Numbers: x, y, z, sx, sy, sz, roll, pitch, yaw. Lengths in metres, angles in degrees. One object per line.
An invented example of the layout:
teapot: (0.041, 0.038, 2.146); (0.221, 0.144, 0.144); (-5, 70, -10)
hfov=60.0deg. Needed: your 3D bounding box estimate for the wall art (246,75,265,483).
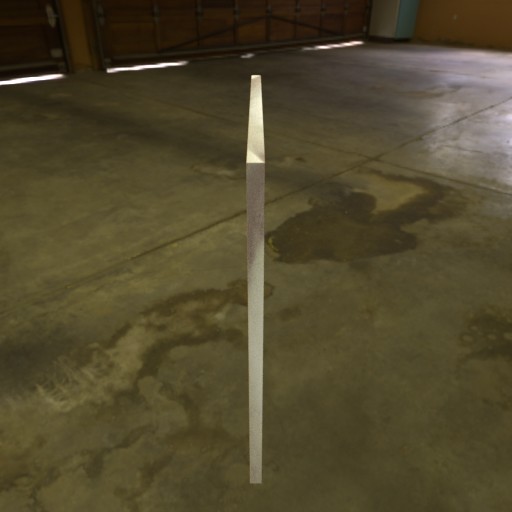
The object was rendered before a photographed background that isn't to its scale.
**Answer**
wall art: (0.000, 0.000, 1.150); (0.027, 0.762, 0.762); (0, 31, 0)
